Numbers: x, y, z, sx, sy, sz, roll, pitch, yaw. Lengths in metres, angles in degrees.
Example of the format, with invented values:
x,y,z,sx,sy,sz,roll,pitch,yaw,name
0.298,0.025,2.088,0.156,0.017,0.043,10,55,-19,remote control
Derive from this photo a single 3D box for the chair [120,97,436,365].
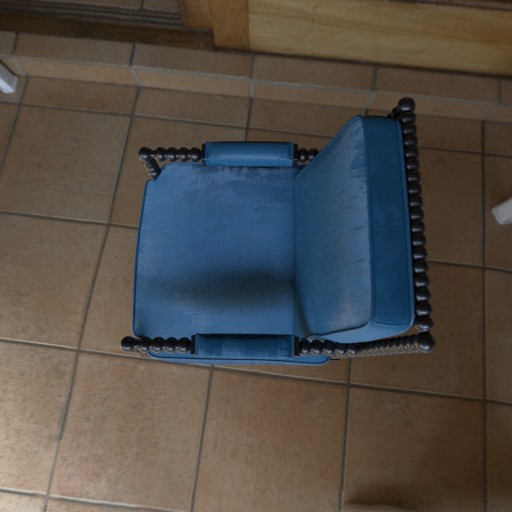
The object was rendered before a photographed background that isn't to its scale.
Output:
x,y,z,sx,sy,sz,roll,pitch,yaw,name
0.000,0.000,1.442,0.805,0.857,0.688,1,75,0,chair
